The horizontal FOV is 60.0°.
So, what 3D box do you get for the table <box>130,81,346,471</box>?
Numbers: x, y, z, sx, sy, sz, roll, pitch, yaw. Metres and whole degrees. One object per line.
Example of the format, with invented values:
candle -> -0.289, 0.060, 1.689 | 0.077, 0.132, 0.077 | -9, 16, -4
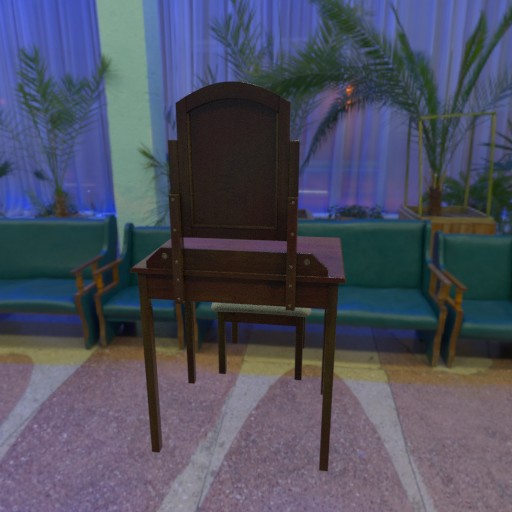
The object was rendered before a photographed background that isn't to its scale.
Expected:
table -> 0.000, 0.000, 2.348 | 0.876, 1.631, 1.211 | 2, 17, 8
